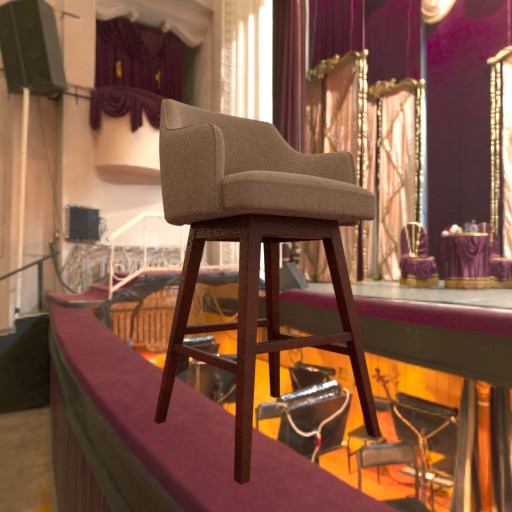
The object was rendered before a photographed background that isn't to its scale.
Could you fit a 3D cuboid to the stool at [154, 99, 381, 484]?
[{"bbox_3d":[0.000,0.000,1.334,0.548,1.012,0.558,1,-1,-36],"label":"stool"}]
